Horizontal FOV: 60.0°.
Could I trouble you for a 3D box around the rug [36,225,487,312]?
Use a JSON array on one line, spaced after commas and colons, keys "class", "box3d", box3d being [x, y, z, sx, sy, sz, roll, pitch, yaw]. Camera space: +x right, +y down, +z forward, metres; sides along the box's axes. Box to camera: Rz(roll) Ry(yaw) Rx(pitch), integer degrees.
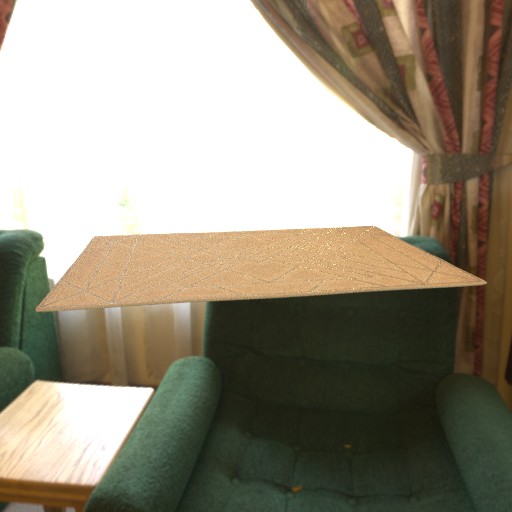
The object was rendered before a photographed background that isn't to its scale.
[{"class": "rug", "box3d": [0.000, 0.000, 3.107, 2.459, 0.023, 1.575, -3, 16, -9]}]
